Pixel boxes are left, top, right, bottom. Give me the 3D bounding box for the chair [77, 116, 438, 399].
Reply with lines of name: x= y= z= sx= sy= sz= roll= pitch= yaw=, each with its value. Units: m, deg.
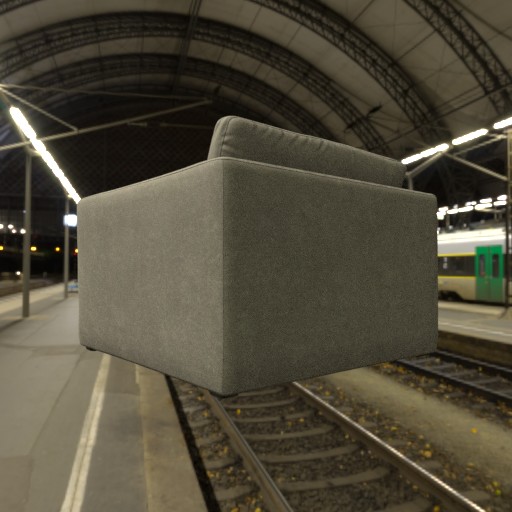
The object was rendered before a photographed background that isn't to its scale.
chair: x=0.000 y=0.000 z=1.885 sx=1.190 sy=0.845 sz=1.091 roll=1 pitch=-2 yaw=-37
